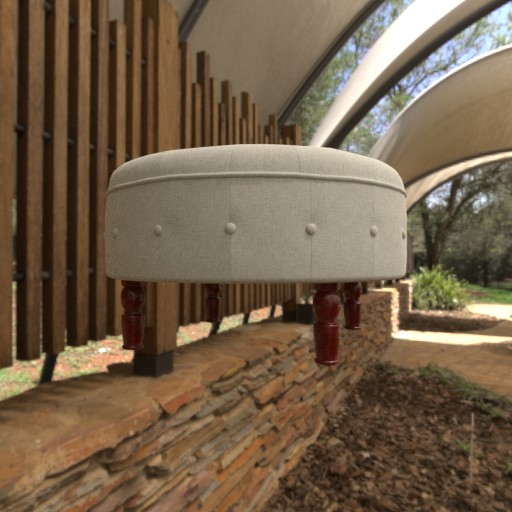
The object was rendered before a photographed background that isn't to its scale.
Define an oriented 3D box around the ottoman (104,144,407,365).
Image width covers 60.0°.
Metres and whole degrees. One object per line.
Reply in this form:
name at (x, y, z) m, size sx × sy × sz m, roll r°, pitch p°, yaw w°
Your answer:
ottoman at (0.000, 0.000, 1.317) m, size 0.850 × 0.483 × 0.850 m, roll 0°, pitch 0°, yaw 0°
